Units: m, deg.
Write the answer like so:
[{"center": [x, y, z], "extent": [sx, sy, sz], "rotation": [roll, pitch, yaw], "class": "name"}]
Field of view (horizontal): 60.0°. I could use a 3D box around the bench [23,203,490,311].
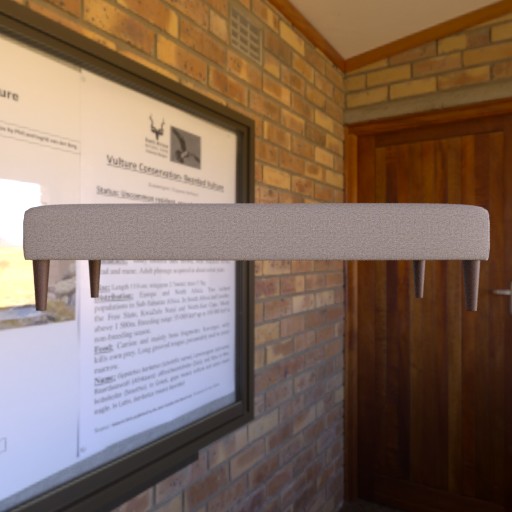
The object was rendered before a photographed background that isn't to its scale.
[{"center": [0.000, 0.000, 1.800], "extent": [1.598, 0.383, 0.631], "rotation": [0, 0, 0], "class": "bench"}]
